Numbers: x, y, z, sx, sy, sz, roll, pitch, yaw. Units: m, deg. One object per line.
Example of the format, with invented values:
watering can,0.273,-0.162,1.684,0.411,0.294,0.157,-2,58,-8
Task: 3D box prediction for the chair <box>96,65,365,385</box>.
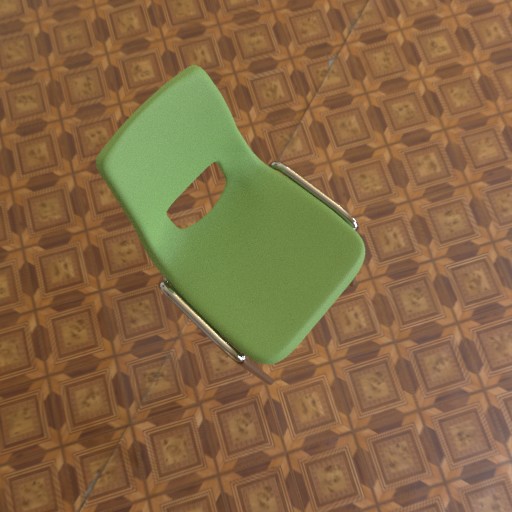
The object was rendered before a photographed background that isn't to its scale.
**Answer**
chair,0.000,0.000,0.936,0.436,0.704,0.381,40,80,8
